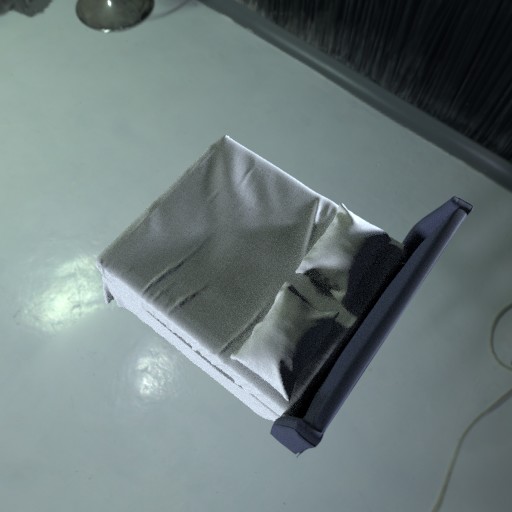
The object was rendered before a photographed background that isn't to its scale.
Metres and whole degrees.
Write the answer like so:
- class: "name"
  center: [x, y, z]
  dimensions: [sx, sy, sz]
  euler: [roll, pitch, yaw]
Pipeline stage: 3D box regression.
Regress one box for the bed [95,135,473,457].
- class: "bed"
  center: [0.000, 0.000, 3.529]
  dimensions: [2.276, 1.332, 1.925]
  euler: [35, 69, 16]
